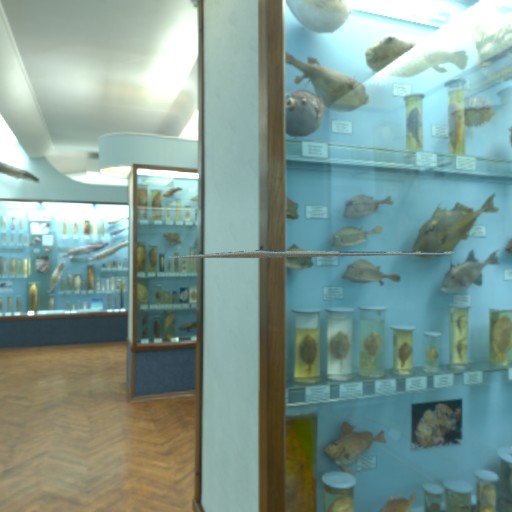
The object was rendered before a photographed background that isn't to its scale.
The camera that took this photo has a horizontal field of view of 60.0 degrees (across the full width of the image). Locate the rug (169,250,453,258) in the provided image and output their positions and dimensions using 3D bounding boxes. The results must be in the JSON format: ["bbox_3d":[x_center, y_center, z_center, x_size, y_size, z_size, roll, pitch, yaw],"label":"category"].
[{"bbox_3d":[0.000,0.000,2.708,0.768,0.011,2.446,0,-1,-18],"label":"rug"}]
